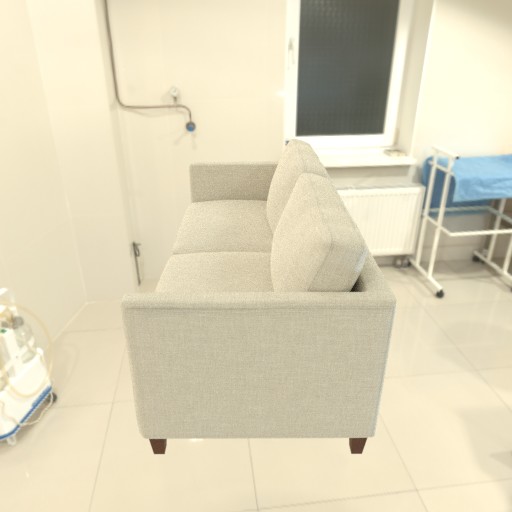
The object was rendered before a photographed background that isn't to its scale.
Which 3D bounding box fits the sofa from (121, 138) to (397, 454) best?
[{"bbox_3d":[0.000,0.000,2.390,0.950,0.963,1.838,0,26,0],"label":"sofa"}]
